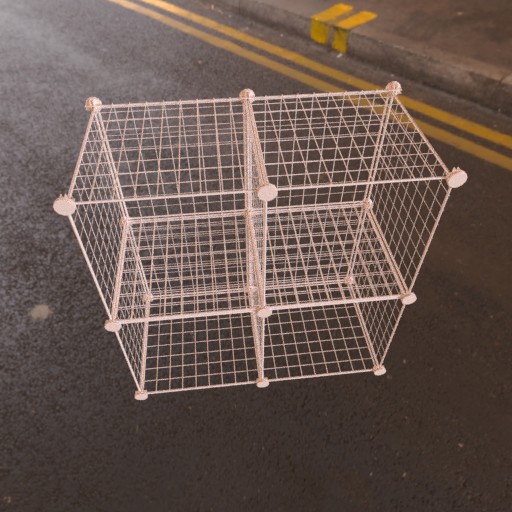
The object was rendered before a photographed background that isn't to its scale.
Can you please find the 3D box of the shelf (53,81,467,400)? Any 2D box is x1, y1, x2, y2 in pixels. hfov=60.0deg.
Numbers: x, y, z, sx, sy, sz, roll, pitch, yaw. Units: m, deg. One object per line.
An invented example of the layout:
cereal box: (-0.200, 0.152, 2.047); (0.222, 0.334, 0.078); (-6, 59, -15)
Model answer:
shelf: (0.000, 0.000, 1.125); (0.711, 0.711, 0.356); (-5, 46, -4)
